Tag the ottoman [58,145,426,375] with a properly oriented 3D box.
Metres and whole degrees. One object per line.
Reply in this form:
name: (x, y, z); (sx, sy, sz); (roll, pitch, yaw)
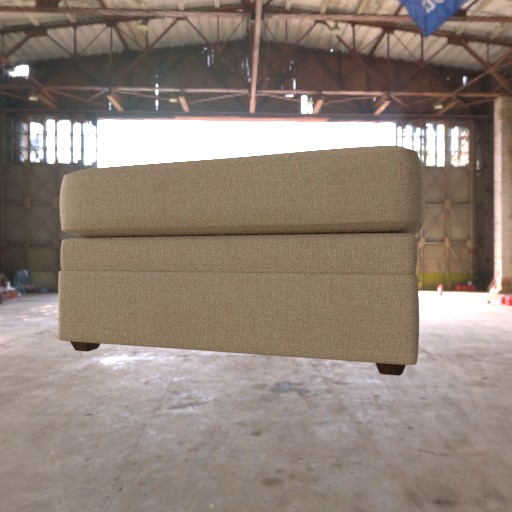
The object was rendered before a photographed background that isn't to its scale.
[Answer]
ottoman: (0.000, 0.000, 1.258); (0.885, 0.478, 0.637); (0, 0, 18)
